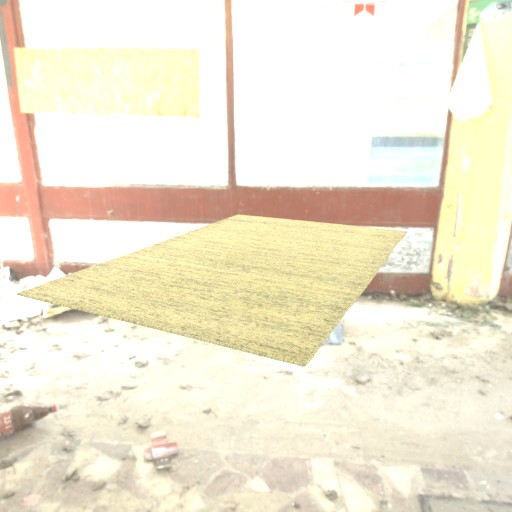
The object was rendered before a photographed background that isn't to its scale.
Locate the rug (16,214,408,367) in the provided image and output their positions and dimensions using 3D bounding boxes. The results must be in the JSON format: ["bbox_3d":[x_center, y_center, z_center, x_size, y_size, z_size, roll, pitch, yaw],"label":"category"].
[{"bbox_3d":[0.000,0.000,2.819,1.523,0.017,2.263,8,18,26],"label":"rug"}]
